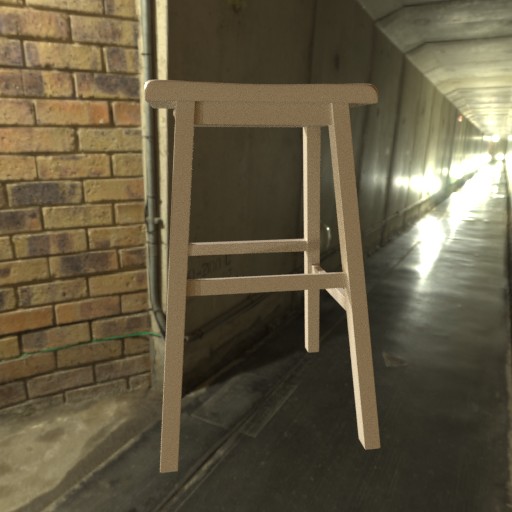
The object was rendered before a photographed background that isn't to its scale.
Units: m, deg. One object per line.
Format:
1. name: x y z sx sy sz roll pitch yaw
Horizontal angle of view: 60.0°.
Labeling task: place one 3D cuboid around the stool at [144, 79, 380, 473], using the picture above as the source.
1. stool: 0.000 0.000 1.035 0.457 0.737 0.476 -2 15 -9
